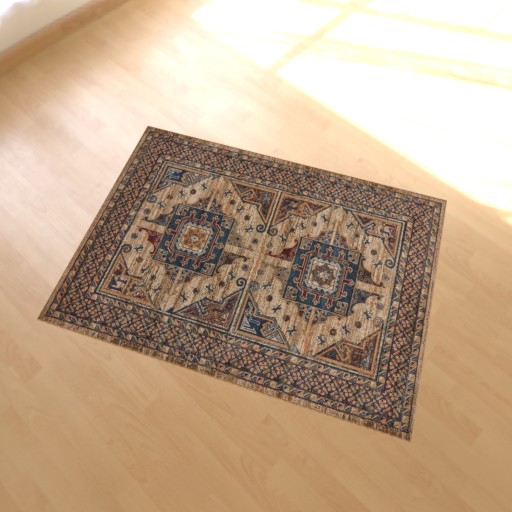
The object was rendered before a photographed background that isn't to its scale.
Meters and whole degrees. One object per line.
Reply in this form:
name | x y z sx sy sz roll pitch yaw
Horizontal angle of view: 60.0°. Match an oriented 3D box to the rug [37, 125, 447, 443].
rug | 0.000 0.000 2.832 2.227 0.008 1.611 16 64 8
